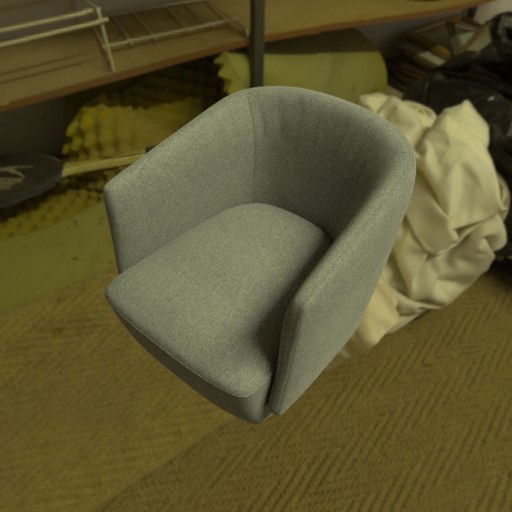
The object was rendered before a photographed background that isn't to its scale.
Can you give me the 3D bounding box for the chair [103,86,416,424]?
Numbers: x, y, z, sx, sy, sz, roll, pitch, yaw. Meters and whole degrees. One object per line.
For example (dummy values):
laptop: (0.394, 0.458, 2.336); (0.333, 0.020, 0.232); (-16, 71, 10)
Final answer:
chair: (0.000, 0.000, 1.639); (0.822, 0.861, 0.986); (30, 53, 25)
